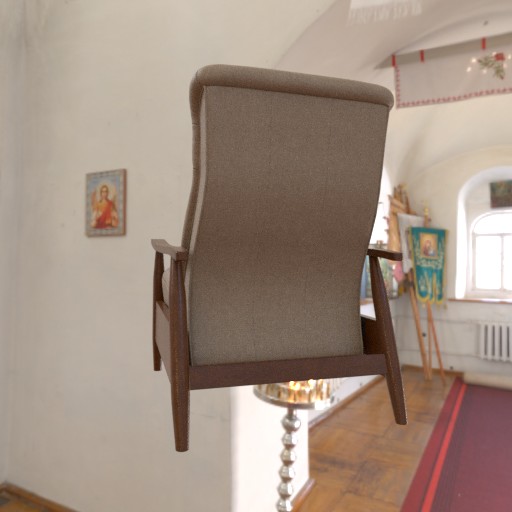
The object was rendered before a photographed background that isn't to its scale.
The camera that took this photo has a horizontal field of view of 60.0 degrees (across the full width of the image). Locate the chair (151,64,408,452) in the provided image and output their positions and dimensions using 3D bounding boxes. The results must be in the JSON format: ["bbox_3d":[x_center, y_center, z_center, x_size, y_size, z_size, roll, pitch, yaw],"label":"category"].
[{"bbox_3d":[0.000,0.000,1.775,0.762,1.082,1.030,0,-1,-17],"label":"chair"}]
